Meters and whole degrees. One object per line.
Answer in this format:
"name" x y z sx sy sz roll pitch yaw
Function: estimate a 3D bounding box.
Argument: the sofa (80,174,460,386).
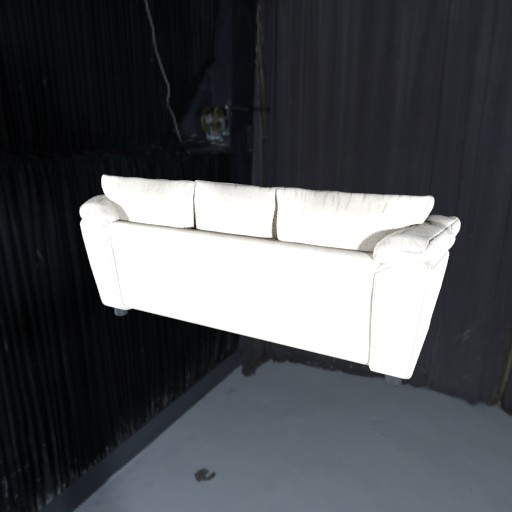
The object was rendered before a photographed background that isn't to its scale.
"sofa" 0.000 0.000 2.887 2.334 0.996 0.878 8 18 27
